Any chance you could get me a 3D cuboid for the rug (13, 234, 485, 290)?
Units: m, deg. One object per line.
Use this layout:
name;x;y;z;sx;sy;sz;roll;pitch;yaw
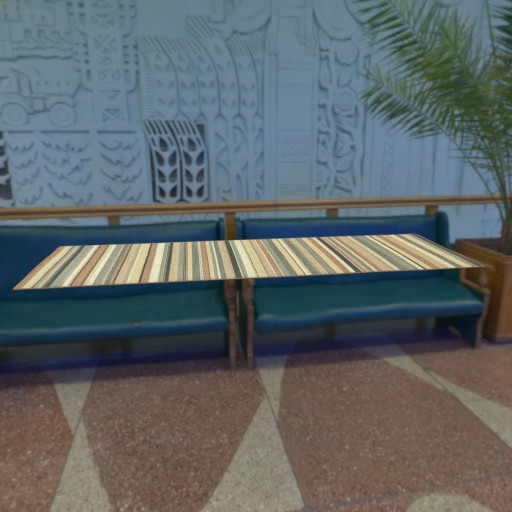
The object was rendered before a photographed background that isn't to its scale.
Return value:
rug;0.000;0.000;2.642;2.444;0.010;0.799;-2;16;-8
